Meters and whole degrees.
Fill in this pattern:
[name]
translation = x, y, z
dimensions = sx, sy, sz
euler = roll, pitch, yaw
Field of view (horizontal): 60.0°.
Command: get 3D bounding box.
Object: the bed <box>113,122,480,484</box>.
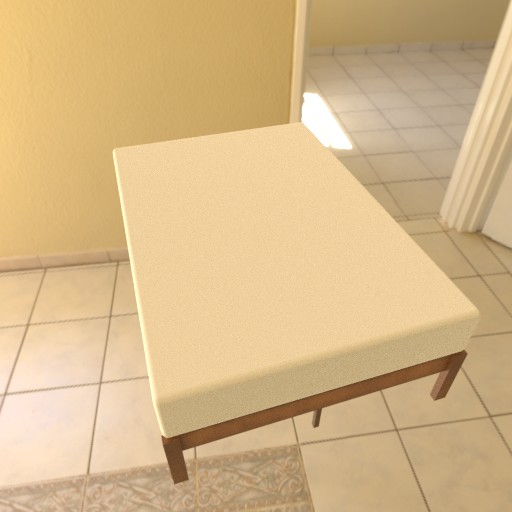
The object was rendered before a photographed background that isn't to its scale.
[bed]
translation = 0.000, 0.000, 2.527
dimensions = 1.348, 0.616, 1.927
euler = -12, 43, -13
